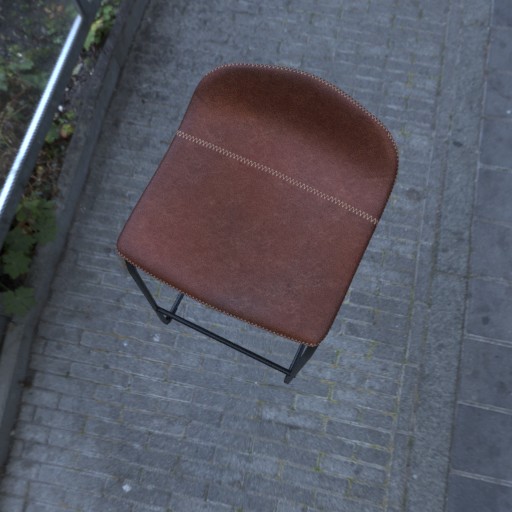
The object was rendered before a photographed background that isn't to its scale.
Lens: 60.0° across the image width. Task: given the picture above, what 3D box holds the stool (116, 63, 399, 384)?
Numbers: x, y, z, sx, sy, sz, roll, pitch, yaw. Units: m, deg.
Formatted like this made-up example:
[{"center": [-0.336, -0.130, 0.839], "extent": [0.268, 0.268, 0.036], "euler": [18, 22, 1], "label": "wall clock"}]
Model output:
[{"center": [0.000, 0.000, 1.106], "extent": [0.454, 0.830, 0.473], "euler": [25, 76, 7], "label": "stool"}]
